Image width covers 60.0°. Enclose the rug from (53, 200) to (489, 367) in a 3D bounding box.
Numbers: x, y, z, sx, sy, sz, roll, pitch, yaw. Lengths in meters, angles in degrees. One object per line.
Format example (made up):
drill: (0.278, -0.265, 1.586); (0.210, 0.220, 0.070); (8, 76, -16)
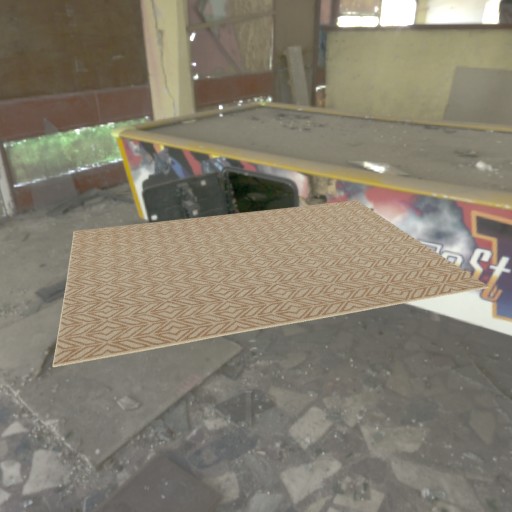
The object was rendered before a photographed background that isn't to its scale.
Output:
rug: (0.000, 0.000, 2.278); (1.828, 0.007, 1.220); (-8, 28, -15)
